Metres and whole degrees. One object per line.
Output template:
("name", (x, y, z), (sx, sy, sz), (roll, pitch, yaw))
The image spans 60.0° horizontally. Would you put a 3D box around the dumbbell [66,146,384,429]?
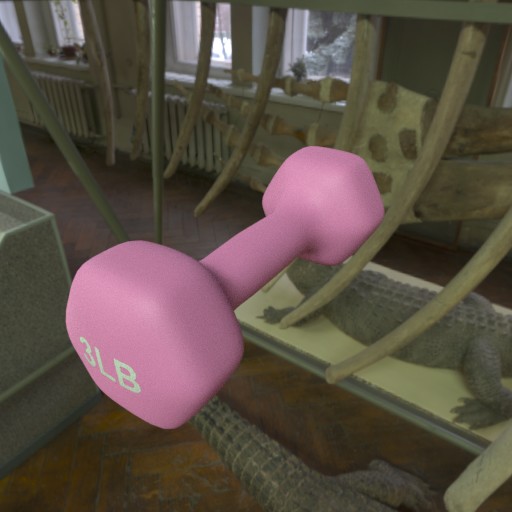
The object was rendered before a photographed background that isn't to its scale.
("dumbbell", (0.000, 0.000, 0.190), (0.064, 0.058, 0.159), (20, 37, 30))
